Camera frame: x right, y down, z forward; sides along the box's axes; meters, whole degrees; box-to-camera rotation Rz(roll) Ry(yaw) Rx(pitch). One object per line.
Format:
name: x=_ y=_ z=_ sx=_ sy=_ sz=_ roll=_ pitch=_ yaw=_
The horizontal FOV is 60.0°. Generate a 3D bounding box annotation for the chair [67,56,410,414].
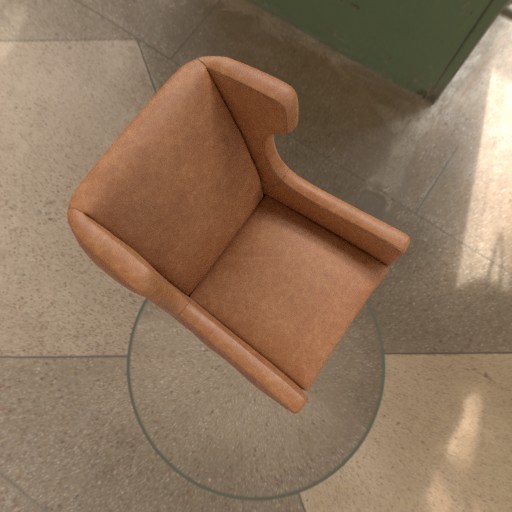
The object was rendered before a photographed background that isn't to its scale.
chair: x=0.000 y=0.000 z=1.643 sx=0.899 sy=1.079 sz=0.766 roll=35 pitch=79 yaw=8
